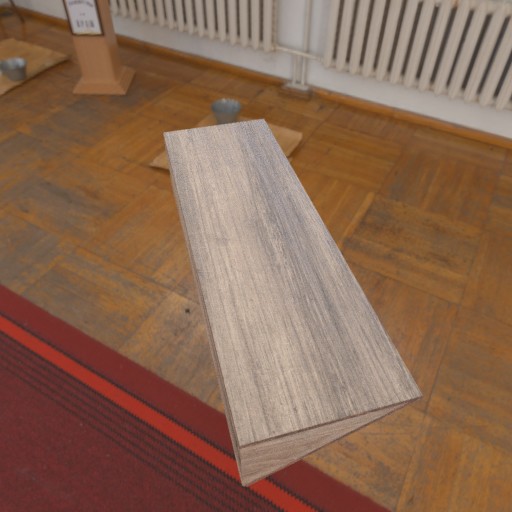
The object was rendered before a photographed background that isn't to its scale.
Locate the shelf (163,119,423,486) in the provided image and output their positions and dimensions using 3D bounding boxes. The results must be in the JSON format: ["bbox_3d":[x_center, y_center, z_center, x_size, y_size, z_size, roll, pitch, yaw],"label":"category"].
[{"bbox_3d":[0.000,0.000,0.700,0.200,0.125,0.610,-11,47,-11],"label":"shelf"}]
